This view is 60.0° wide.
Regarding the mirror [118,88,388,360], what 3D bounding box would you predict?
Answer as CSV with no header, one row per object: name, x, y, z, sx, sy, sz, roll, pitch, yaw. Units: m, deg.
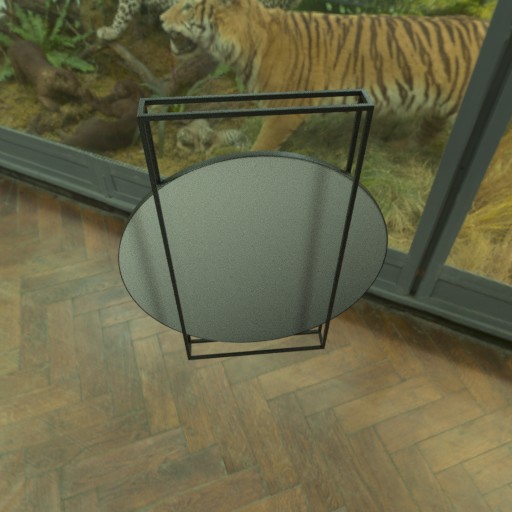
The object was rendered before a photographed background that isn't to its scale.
mirror,0.000,0.000,0.818,0.508,0.603,0.051,-4,46,-4
